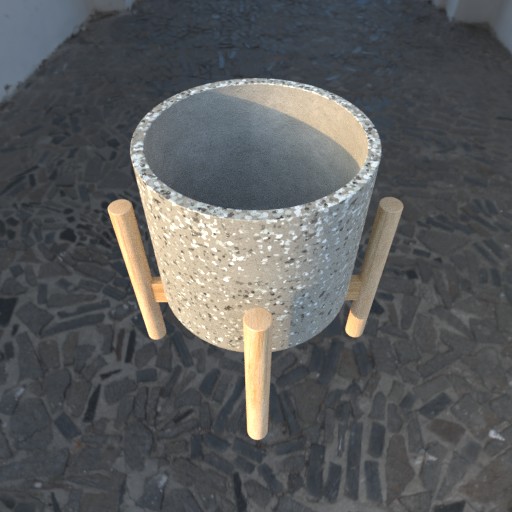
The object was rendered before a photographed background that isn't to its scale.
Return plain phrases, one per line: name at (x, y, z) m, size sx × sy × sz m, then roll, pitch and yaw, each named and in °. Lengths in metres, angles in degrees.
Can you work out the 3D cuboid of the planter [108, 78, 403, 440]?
planter at (0.000, 0.000, 0.517) m, size 0.284 × 0.320 × 0.284 m, roll 16°, pitch 50°, yaw 14°
